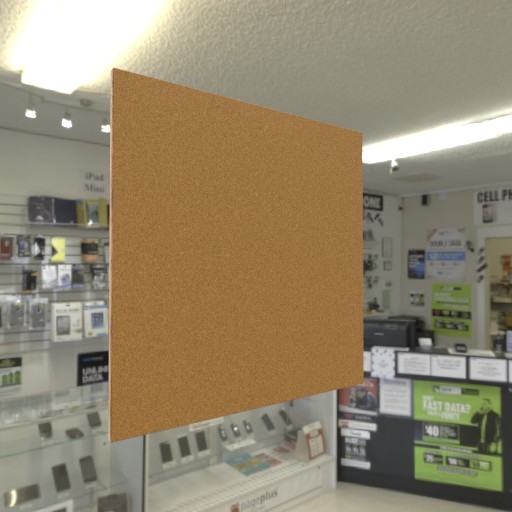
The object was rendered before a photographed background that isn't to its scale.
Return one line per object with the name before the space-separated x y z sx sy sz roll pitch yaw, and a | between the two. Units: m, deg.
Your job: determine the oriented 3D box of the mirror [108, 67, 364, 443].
mirror | 0.000 0.000 1.210 0.804 0.804 0.061 1 -1 -36
